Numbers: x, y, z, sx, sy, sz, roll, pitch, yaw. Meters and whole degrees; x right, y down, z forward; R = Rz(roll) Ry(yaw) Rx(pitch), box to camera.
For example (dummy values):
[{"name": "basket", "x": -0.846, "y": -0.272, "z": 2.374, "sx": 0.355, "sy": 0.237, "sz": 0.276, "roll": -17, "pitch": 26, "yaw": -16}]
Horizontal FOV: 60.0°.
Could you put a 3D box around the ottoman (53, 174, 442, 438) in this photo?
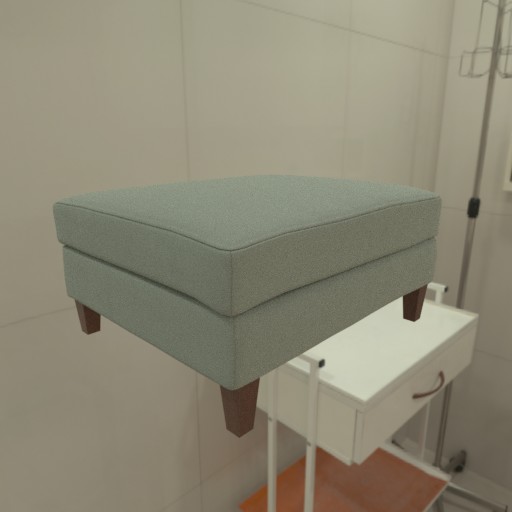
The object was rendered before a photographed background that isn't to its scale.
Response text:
[{"name": "ottoman", "x": 0.000, "y": 0.000, "z": 1.474, "sx": 0.842, "sy": 0.494, "sz": 0.991, "roll": 15, "pitch": 22, "yaw": 42}]
